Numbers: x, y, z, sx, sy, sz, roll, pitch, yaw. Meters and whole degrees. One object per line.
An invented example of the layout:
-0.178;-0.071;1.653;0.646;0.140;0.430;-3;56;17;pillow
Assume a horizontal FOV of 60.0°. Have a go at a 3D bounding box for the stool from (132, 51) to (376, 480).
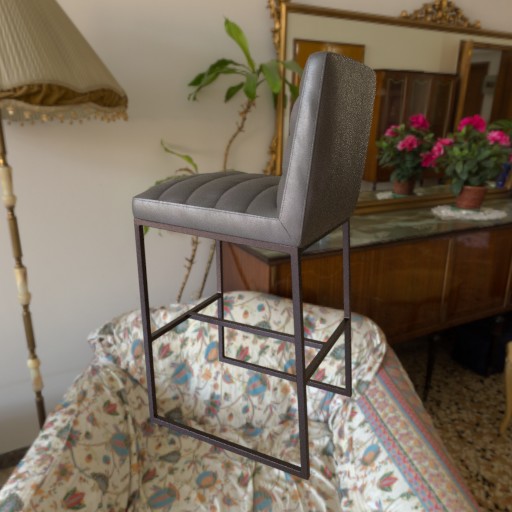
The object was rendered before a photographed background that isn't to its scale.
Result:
0.000;0.000;1.335;0.562;1.065;0.463;8;19;26;stool
